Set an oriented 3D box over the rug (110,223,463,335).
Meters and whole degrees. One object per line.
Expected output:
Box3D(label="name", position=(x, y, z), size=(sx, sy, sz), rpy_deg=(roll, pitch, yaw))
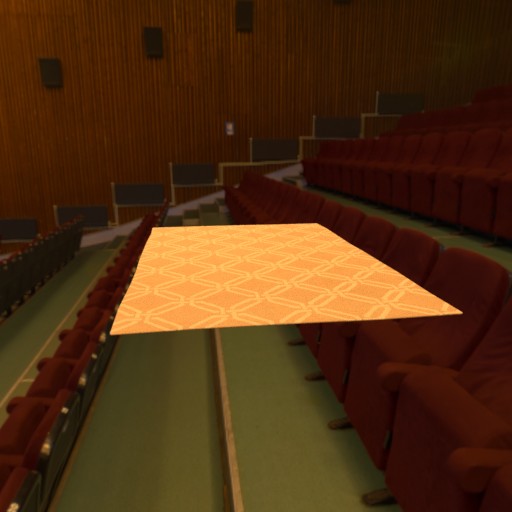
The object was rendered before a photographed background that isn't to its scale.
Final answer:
Box3D(label="rug", position=(0.000, 0.000, 2.221), size=(1.146, 0.010, 1.745), rpy_deg=(-2, 14, -8))
